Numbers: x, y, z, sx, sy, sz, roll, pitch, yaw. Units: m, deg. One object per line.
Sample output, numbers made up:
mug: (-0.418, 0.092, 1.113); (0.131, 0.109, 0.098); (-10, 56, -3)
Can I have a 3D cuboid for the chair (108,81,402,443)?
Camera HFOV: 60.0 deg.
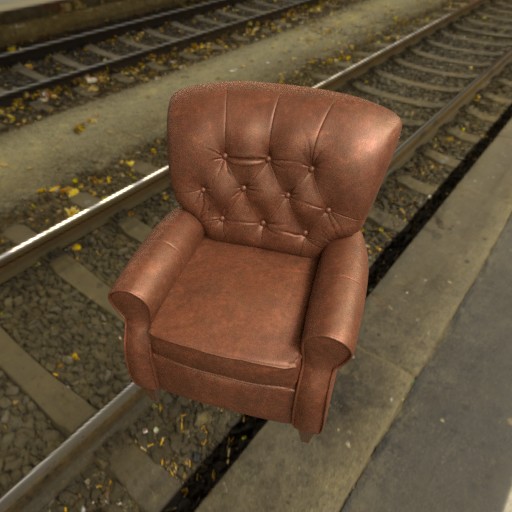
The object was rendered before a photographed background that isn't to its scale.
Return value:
chair: (0.000, 0.000, 1.898); (0.979, 1.162, 1.031); (11, 42, 12)
